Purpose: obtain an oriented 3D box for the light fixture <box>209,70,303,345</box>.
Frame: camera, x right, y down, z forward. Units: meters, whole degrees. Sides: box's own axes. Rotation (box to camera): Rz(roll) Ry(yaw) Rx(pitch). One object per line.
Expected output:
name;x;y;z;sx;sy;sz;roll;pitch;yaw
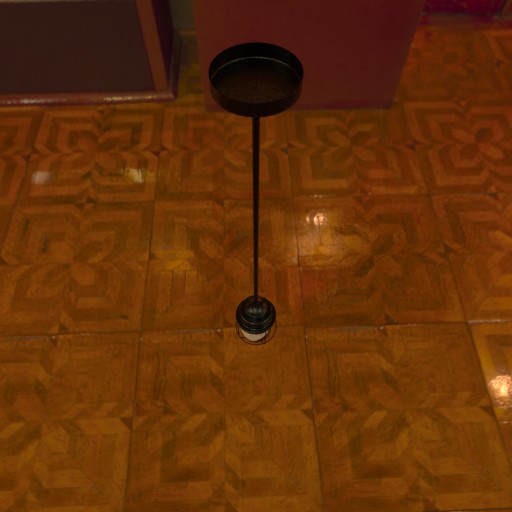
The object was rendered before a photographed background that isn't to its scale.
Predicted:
light fixture;0.000;0.000;0.966;0.123;0.920;0.123;0;59;0
